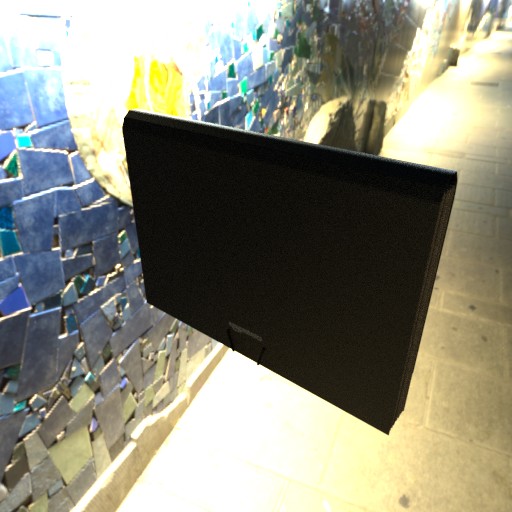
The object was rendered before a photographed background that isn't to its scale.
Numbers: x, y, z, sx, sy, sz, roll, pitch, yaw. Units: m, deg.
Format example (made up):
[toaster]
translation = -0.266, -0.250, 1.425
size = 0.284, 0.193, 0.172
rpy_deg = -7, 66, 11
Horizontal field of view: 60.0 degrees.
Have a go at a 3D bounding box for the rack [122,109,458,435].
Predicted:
[rack]
translation = 0.000, 0.000, 0.439
size = 0.330, 0.241, 0.041
rpy_deg = 21, 36, 32
